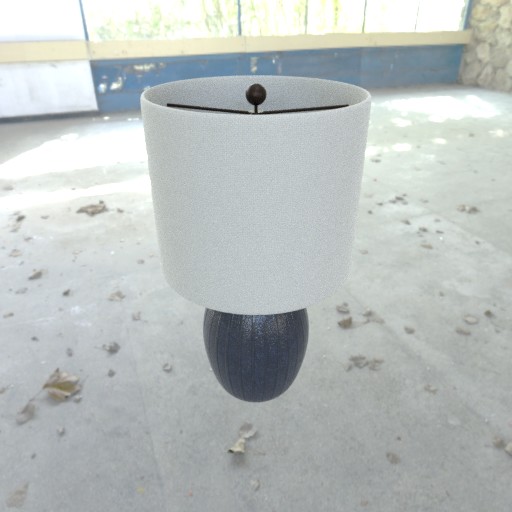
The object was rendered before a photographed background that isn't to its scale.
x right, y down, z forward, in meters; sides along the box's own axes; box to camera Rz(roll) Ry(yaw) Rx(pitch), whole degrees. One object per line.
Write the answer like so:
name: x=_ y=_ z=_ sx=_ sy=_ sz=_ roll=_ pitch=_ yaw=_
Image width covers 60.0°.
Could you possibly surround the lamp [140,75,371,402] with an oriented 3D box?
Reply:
lamp: x=0.000 y=0.000 z=0.777 sx=0.329 sy=0.570 sz=0.329 roll=-10 pitch=31 yaw=-18
